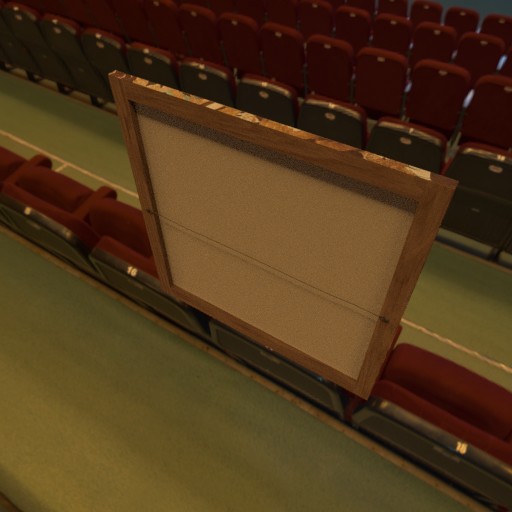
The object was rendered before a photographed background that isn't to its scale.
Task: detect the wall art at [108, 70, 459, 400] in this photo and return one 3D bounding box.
[{"bbox_3d":[0.000,0.000,1.124,0.757,0.762,0.028,25,52,21],"label":"wall art"}]
